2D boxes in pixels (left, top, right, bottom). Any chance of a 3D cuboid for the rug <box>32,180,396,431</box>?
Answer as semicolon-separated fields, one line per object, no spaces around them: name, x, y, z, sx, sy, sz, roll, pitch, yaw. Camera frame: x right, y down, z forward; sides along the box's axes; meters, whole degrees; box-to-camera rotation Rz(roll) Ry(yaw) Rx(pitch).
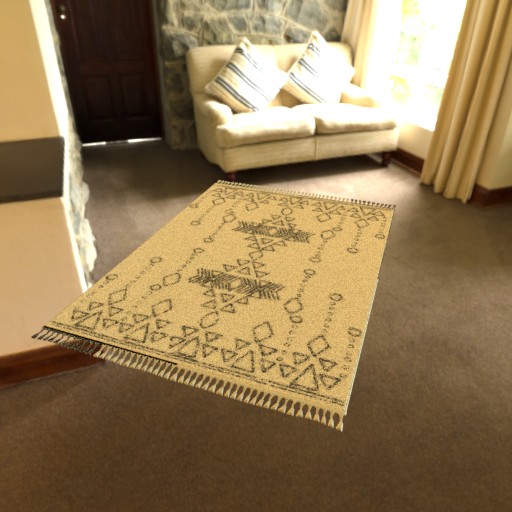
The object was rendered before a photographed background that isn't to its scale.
rug;0.000;0.000;2.953;1.600;0.013;2.312;11;33;17
